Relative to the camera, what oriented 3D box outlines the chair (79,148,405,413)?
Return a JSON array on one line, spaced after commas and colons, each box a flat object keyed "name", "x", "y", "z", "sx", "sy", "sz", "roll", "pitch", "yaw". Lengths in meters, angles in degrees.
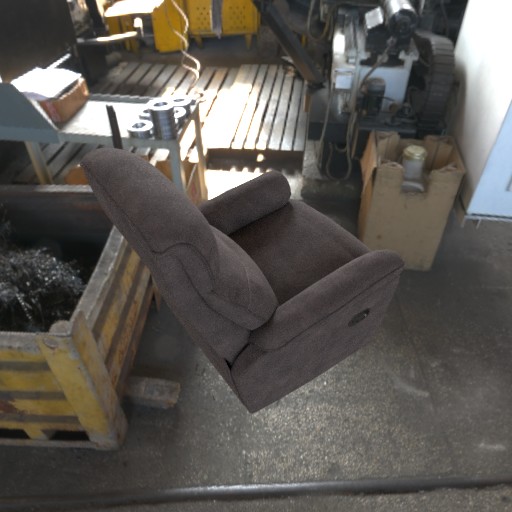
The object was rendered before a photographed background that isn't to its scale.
[{"name": "chair", "x": 0.000, "y": 0.000, "z": 1.765, "sx": 1.009, "sy": 1.035, "sz": 0.830, "roll": -25, "pitch": 47, "yaw": -26}]
